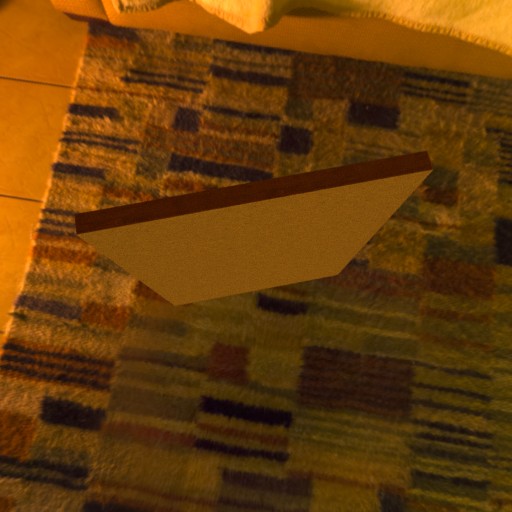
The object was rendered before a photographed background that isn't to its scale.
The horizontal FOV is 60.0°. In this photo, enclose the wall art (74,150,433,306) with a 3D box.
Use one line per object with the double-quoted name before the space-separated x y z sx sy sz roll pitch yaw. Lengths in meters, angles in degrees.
"wall art" 0.000 0.000 1.191 0.610 0.914 0.037 -11 77 -3
